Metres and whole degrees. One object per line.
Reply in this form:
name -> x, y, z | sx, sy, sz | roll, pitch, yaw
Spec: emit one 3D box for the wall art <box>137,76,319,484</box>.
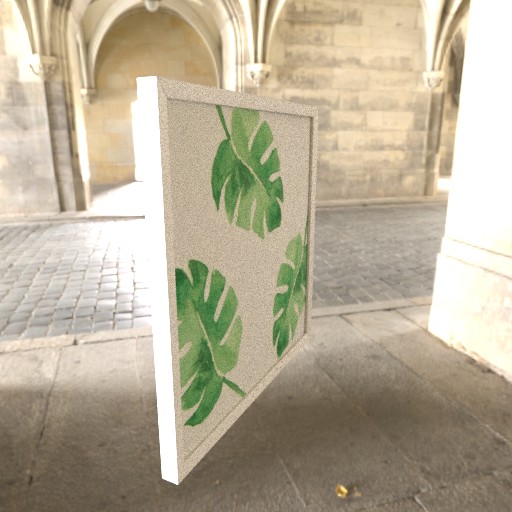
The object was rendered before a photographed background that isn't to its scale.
wall art -> 0.000, 0.000, 1.124 | 0.040, 0.762, 0.762 | 7, 16, 26
